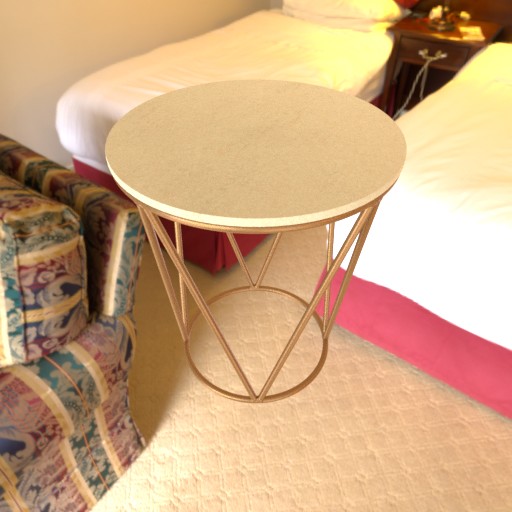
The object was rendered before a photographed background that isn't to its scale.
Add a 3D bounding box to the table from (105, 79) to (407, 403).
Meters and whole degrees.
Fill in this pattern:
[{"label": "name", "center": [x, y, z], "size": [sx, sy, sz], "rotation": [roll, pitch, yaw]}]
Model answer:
[{"label": "table", "center": [0.000, 0.000, 0.942], "size": [0.500, 0.564, 0.500], "rotation": [0, 41, 0]}]
